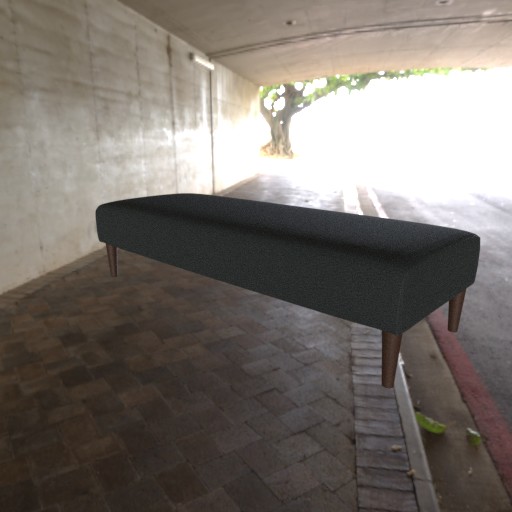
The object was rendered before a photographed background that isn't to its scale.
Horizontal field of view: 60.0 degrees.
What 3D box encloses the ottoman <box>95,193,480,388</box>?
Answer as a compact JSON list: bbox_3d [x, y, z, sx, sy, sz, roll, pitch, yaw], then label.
[{"bbox_3d":[0.000,0.000,1.904,1.609,0.393,0.646,14,20,41],"label":"ottoman"}]
